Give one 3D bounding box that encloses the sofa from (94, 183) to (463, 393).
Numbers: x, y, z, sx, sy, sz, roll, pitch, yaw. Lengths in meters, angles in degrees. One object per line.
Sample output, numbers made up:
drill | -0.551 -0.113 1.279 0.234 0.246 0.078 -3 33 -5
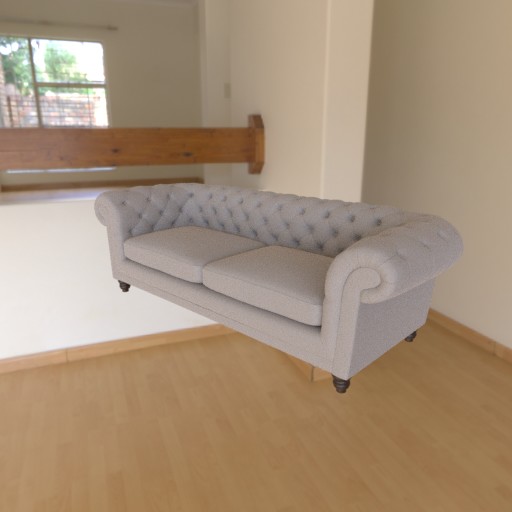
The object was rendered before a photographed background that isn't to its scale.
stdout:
sofa | 0.000 0.000 2.864 2.411 0.749 0.991 15 22 41
